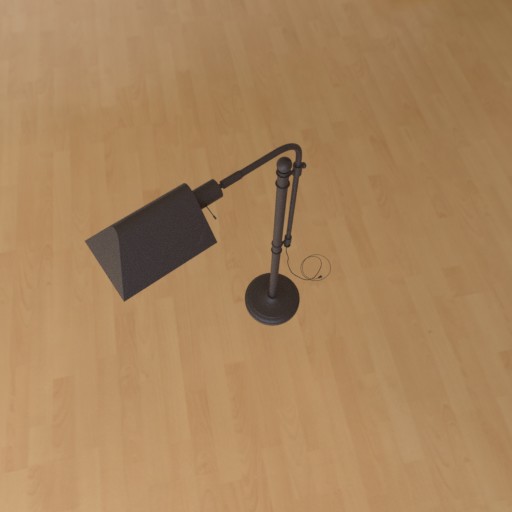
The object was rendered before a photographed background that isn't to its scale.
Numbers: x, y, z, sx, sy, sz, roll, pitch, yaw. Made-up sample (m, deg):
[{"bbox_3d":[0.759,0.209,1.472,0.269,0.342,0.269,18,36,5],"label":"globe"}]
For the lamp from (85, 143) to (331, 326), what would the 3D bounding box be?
[{"bbox_3d":[0.000,0.000,0.959,0.545,0.708,0.159,-34,68,-15],"label":"lamp"}]
